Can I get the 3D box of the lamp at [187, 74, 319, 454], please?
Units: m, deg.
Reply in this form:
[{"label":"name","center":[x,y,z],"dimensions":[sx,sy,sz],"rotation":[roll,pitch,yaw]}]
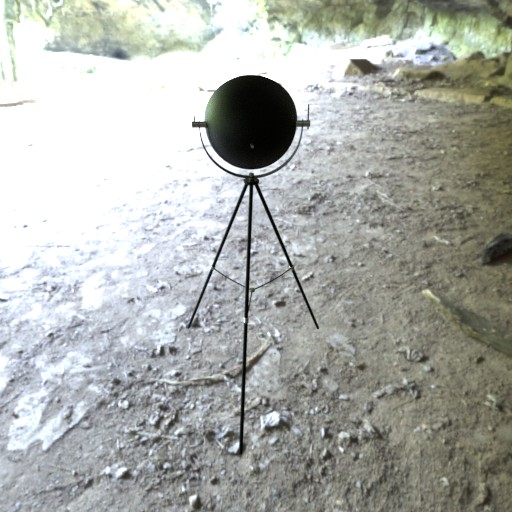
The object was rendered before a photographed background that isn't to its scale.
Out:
[{"label":"lamp","center":[0.000,0.000,2.007],"dimensions":[0.817,1.512,0.920],"rotation":[-1,29,-2]}]
